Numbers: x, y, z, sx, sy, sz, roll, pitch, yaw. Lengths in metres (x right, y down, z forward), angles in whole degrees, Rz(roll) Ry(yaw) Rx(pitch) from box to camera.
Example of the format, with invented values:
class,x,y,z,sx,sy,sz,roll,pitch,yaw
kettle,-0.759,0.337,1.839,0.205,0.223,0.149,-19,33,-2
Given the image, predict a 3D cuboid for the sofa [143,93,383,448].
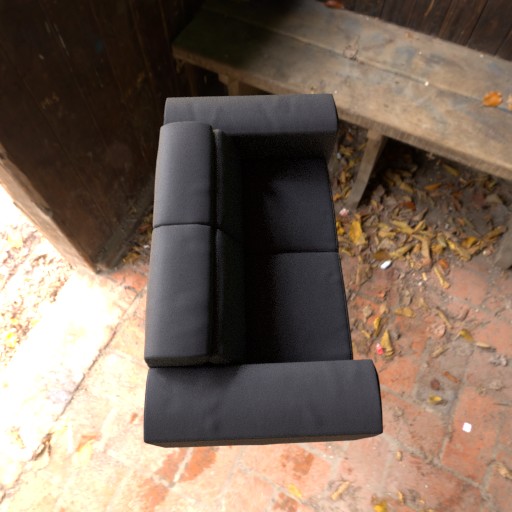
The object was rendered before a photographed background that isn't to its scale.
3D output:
class,x,y,z,sx,sy,sz,roll,pitch,yaw
sofa,0.000,0.000,2.405,1.003,0.779,1.895,-2,64,-1
